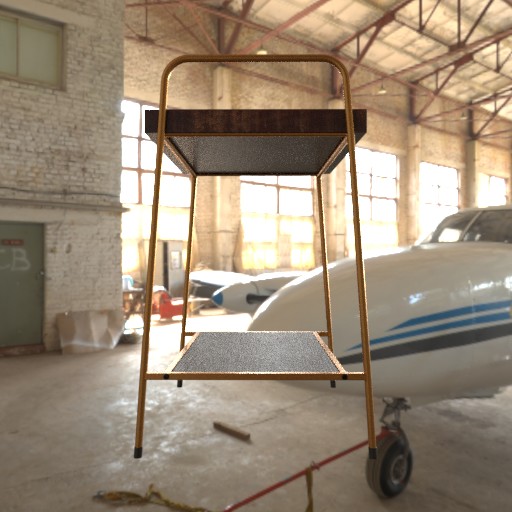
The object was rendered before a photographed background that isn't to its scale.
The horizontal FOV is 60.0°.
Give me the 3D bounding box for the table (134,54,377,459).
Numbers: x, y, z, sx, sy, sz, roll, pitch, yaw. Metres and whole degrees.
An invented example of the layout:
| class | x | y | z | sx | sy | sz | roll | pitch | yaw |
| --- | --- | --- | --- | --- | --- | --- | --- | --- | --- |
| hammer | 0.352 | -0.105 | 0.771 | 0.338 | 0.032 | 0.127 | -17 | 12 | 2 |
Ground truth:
| class | x | y | z | sx | sy | sz | roll | pitch | yaw |
| --- | --- | --- | --- | --- | --- | --- | --- | --- | --- |
| table | 0.000 | 0.000 | 0.989 | 0.430 | 0.710 | 0.430 | 0 | 0 | 0 |
